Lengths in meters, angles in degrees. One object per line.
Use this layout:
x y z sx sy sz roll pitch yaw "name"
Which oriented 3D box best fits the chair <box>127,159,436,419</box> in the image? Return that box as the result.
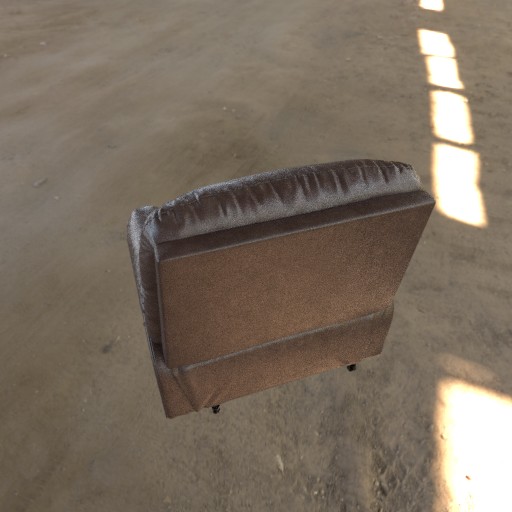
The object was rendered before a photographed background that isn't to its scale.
0.000 0.000 1.734 0.940 1.041 0.879 -13 42 -14 "chair"
